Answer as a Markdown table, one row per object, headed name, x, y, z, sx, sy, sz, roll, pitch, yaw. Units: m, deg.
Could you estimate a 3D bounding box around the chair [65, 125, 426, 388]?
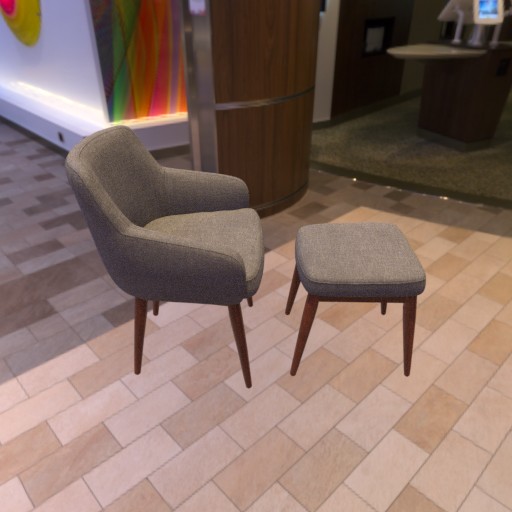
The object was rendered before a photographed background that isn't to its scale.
| name | x | y | z | sx | sy | sz | roll | pitch | yaw |
| --- | --- | --- | --- | --- | --- | --- | --- | --- | --- |
| chair | 0.000 | 0.000 | 1.542 | 1.107 | 0.799 | 0.584 | 0 | 31 | 0 |
